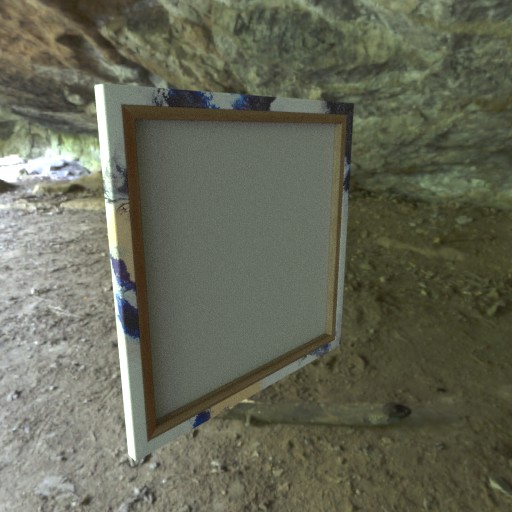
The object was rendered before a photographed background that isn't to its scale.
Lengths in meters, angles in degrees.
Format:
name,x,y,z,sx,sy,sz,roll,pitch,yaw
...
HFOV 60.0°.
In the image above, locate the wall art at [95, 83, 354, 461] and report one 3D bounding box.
name,x,y,z,sx,sy,sz,roll,pitch,yaw
wall art,0.000,0.000,1.301,0.038,0.885,0.887,15,22,43
